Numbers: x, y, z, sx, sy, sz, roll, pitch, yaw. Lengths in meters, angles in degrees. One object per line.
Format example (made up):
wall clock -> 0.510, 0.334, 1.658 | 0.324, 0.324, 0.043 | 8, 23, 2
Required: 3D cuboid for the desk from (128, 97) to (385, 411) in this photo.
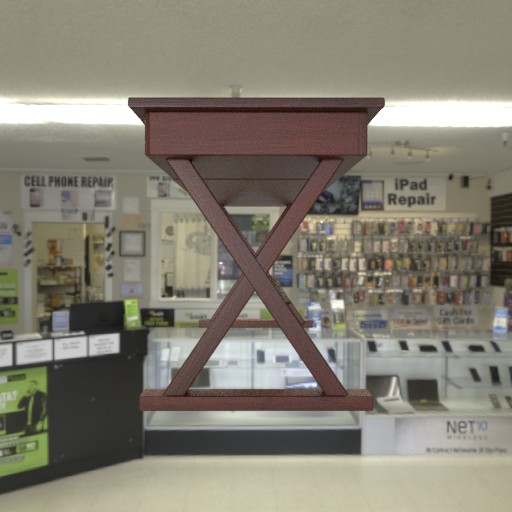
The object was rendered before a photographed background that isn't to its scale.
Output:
desk -> 0.000, 0.000, 1.723 | 0.600, 0.761, 1.372 | 0, 1, 0
